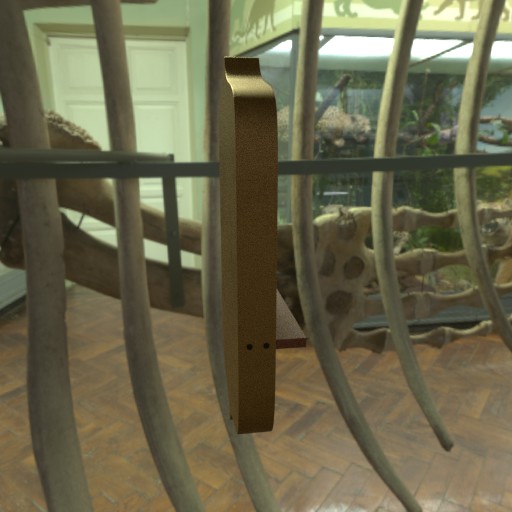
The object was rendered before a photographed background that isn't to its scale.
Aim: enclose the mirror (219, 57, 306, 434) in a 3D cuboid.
[{"bbox_3d":[0.000,0.000,0.739,0.096,0.613,0.323,-2,14,-8],"label":"mirror"}]
